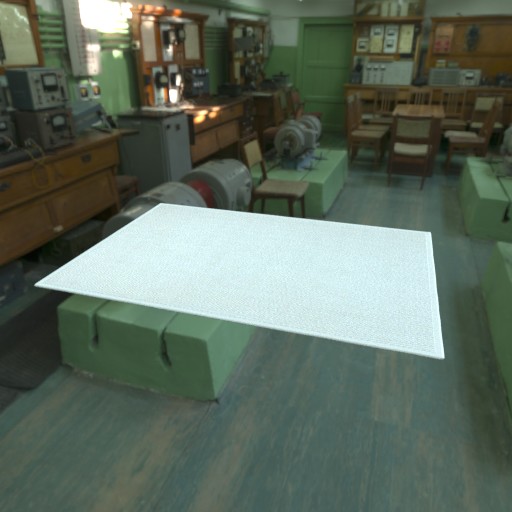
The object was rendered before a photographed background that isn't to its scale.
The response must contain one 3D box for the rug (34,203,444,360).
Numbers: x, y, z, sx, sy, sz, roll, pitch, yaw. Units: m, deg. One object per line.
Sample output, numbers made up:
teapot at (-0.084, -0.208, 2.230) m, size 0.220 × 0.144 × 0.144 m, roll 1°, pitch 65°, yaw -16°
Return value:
rug at (0.000, 0.000, 2.938) m, size 2.244 × 0.017 × 1.532 m, roll 8°, pitch 27°, yaw 16°
